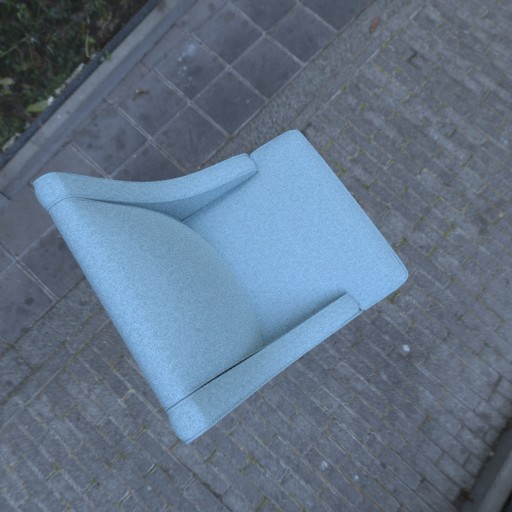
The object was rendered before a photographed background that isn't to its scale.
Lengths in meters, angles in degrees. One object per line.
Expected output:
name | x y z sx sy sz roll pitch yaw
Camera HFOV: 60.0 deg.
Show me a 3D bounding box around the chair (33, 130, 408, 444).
chair | 0.000 0.000 1.798 1.025 1.133 0.857 -33 78 -8
